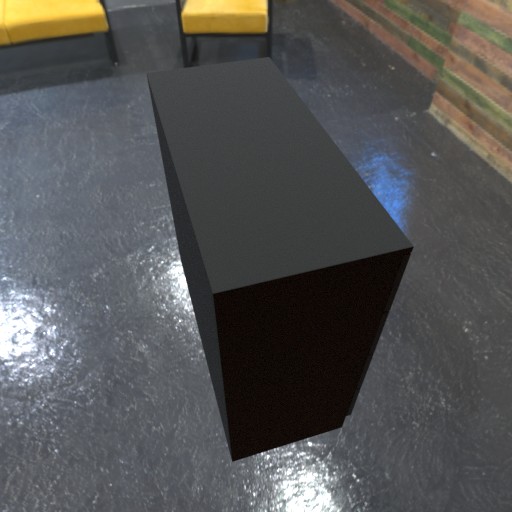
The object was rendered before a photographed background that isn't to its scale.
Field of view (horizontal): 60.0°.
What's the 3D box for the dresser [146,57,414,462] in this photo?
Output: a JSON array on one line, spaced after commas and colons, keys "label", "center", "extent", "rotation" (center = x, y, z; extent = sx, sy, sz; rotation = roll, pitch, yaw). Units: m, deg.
[{"label": "dresser", "center": [0.000, 0.000, 1.191], "extent": [0.360, 0.720, 0.750], "rotation": [-13, 48, -11]}]
